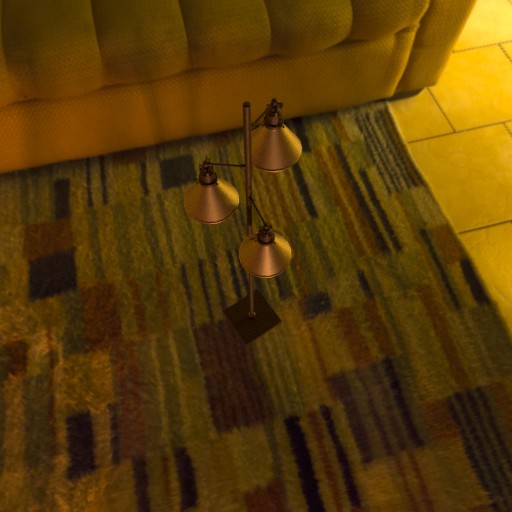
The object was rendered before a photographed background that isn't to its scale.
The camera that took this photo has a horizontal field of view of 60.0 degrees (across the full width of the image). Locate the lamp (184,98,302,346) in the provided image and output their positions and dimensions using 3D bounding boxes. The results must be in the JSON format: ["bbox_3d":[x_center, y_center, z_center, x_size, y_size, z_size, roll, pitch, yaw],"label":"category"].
[{"bbox_3d":[0.000,0.000,1.911,0.428,1.716,0.415,-32,68,-15],"label":"lamp"}]
